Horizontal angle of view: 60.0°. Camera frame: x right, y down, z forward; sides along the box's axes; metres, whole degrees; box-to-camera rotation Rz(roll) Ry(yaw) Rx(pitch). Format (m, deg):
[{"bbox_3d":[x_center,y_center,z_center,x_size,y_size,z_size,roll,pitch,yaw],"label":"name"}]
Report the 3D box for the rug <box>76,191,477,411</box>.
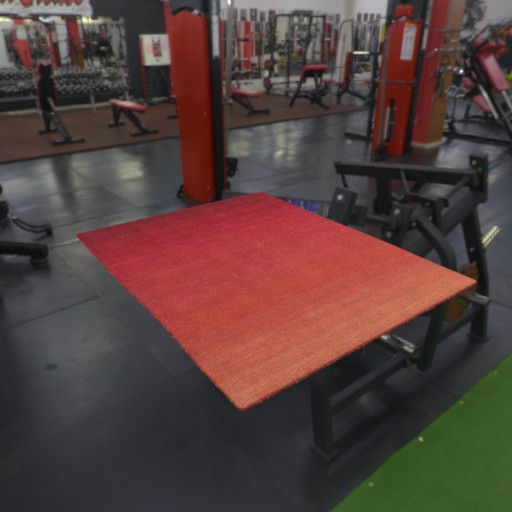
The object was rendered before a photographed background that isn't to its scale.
[{"bbox_3d":[0.000,0.000,3.999,2.340,0.028,2.905,-18,31,-32],"label":"rug"}]
